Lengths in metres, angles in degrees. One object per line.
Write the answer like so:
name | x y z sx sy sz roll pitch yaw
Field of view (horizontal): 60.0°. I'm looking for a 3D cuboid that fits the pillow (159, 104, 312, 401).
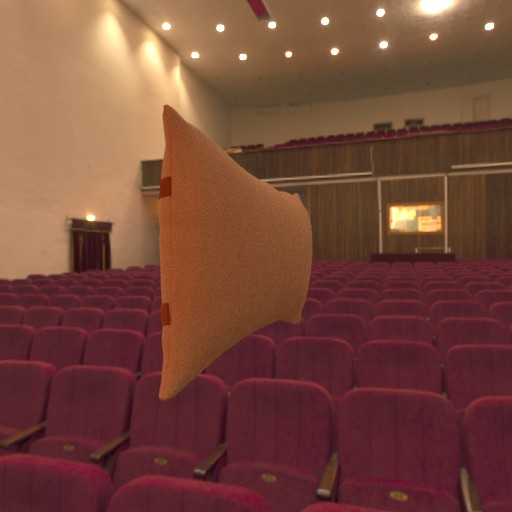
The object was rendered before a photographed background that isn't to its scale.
pillow | 0.000 0.000 0.744 0.148 0.308 0.612 0 -1 18
